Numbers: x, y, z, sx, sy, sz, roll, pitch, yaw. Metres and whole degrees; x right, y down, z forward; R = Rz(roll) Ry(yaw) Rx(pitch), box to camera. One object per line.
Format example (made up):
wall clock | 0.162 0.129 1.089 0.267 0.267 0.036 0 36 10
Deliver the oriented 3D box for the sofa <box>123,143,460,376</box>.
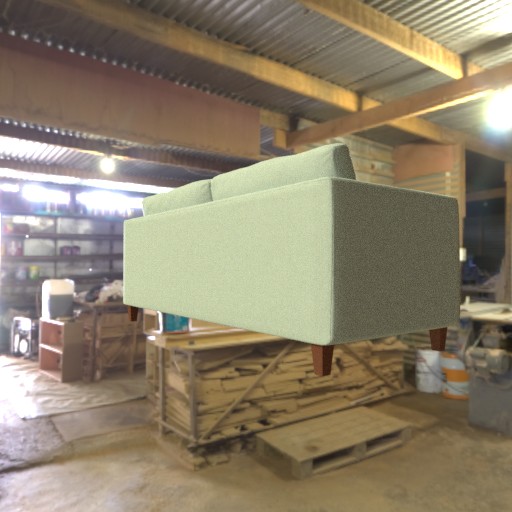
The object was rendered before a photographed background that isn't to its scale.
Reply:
sofa | 0.000 0.000 2.791 0.951 0.965 2.208 1 -1 -37
